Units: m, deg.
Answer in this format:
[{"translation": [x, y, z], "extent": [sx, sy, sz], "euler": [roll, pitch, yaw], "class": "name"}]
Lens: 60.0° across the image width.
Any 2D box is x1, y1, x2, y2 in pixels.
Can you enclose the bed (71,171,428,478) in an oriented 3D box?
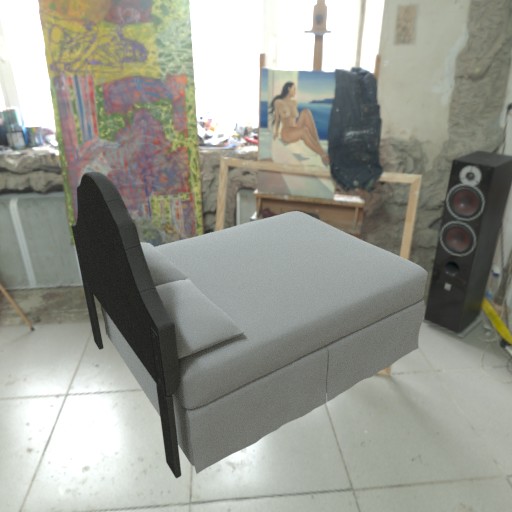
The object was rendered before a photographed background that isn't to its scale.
[{"translation": [0.000, 0.000, 3.256], "extent": [2.155, 1.575, 1.636], "euler": [-17, 31, -31], "class": "bed"}]
